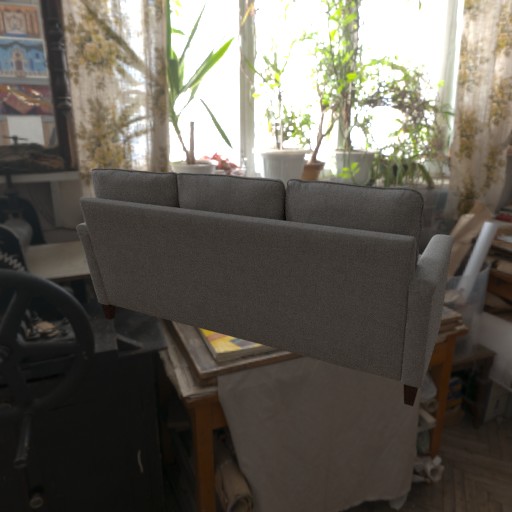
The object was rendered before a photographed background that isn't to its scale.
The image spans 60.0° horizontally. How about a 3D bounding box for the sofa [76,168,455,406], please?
[{"bbox_3d":[0.000,0.000,2.440,1.925,0.959,0.828,9,20,27],"label":"sofa"}]
